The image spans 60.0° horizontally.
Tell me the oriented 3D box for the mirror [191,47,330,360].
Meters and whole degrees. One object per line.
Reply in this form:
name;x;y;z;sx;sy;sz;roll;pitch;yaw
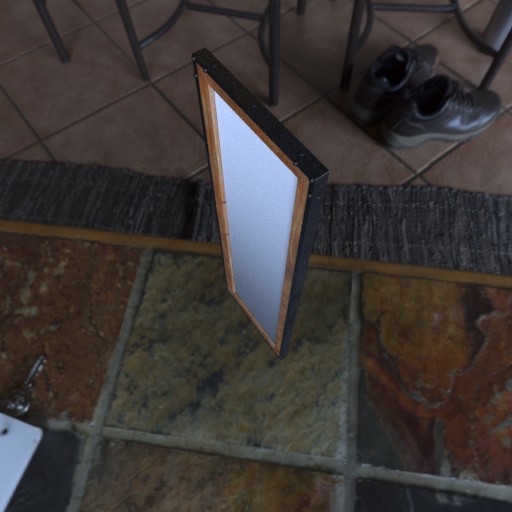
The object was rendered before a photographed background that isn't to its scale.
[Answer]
mirror;0.000;0.000;1.214;0.042;1.080;0.354;-33;67;-16
